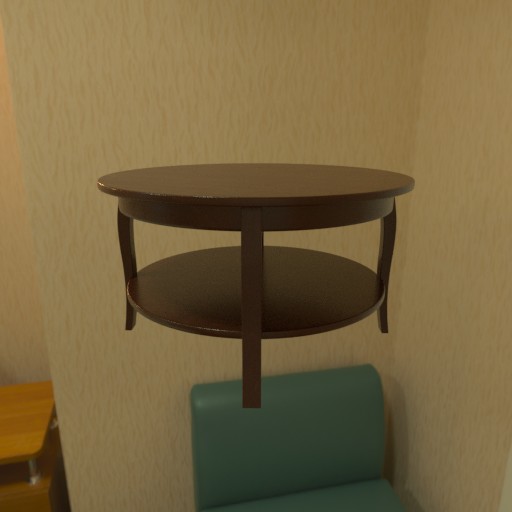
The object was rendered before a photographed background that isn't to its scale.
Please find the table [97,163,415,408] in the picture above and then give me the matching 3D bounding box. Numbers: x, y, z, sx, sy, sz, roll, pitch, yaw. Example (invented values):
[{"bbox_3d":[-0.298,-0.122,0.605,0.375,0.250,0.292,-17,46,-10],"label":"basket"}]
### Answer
[{"bbox_3d":[0.000,0.000,1.413,0.911,0.512,0.911,0,16,0],"label":"table"}]
